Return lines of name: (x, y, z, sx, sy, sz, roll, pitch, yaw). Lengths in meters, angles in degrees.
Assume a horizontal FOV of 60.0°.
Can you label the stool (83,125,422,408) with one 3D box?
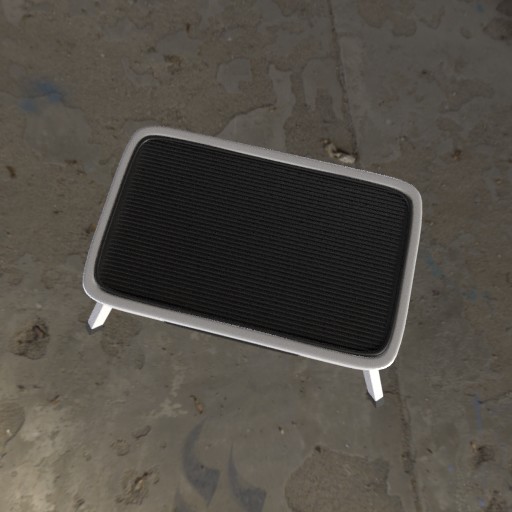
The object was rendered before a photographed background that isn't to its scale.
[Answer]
stool: (0.000, 0.000, 0.615, 0.460, 0.170, 0.320, 13, 76, 3)
